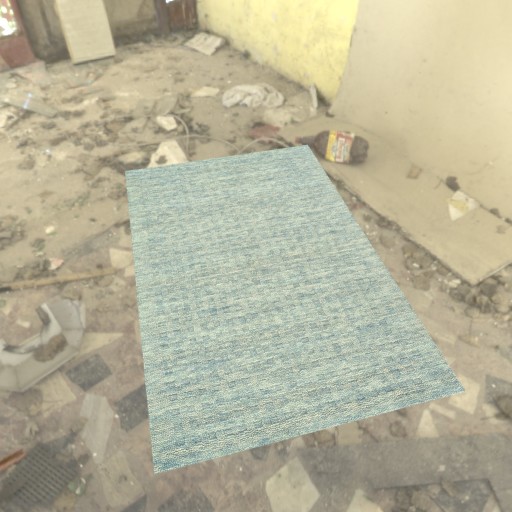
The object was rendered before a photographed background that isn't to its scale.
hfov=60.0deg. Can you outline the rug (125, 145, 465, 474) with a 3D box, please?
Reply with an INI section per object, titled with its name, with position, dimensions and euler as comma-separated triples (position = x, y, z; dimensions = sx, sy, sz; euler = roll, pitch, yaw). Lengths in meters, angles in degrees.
[rug]
position = 0.000, 0.000, 2.134
dimensions = 1.142, 0.006, 1.752
euler = -11, 46, -10
